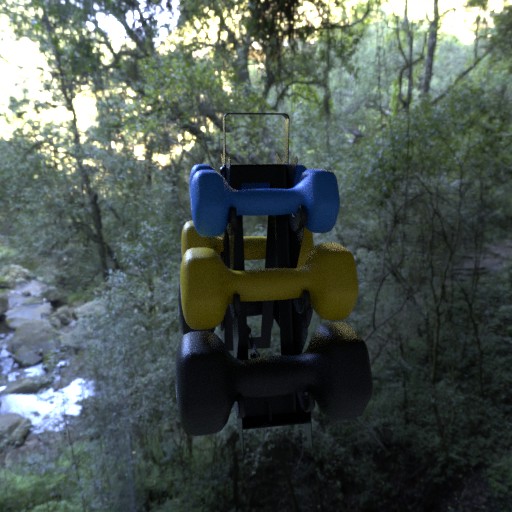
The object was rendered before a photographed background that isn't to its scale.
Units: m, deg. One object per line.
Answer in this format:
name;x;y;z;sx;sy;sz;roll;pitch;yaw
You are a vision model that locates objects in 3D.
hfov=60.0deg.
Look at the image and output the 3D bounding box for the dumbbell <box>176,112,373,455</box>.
dumbbell;0.000;0.000;0.695;0.255;0.426;0.409;-2;15;-9
